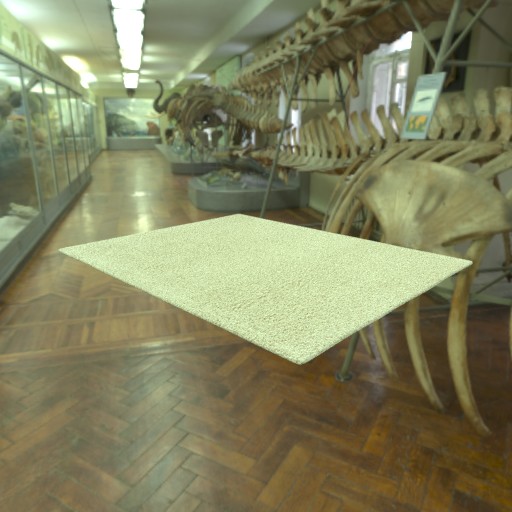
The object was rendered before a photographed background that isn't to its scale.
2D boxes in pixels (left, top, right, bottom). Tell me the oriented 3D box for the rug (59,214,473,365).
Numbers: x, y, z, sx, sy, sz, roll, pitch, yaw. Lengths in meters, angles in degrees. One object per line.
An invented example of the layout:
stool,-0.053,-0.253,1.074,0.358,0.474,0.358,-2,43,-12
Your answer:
rug,0.000,0.000,4.141,3.047,0.029,2.438,16,23,42
